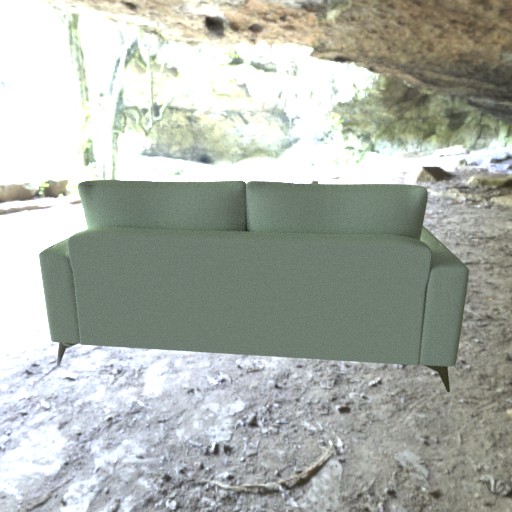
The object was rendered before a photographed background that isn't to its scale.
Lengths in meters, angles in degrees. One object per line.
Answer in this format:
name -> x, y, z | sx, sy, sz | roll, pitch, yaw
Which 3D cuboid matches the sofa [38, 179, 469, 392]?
sofa -> 0.000, 0.000, 2.124 | 1.650, 0.790, 0.920 | 2, 17, 7
